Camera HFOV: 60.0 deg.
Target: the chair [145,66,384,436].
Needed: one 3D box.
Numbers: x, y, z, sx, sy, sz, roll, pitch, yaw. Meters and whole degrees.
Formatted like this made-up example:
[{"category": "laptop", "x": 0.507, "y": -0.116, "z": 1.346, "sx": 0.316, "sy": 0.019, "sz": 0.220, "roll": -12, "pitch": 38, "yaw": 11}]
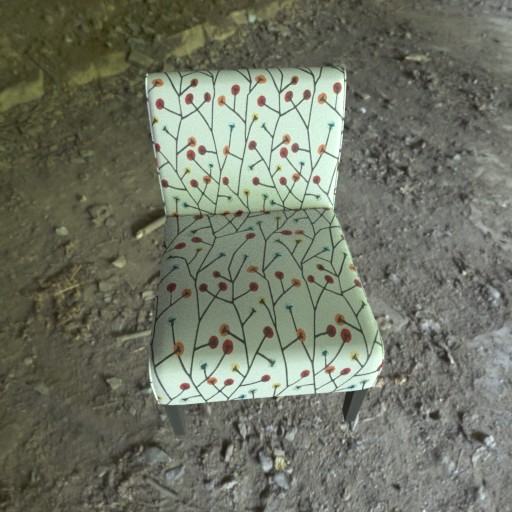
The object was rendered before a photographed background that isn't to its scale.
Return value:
[{"category": "chair", "x": 0.000, "y": 0.000, "z": 1.307, "sx": 0.597, "sy": 0.813, "sz": 0.732, "roll": -4, "pitch": 46, "yaw": -3}]
